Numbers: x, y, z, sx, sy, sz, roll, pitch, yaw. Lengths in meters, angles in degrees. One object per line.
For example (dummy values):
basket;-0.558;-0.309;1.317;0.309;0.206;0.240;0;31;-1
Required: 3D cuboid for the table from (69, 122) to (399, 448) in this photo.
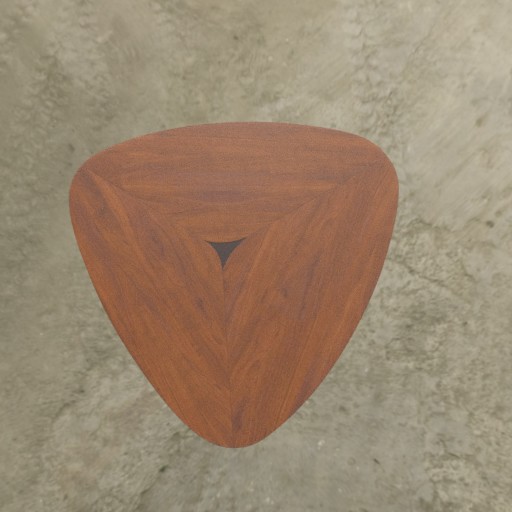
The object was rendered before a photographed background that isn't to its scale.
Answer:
table;0.000;0.000;1.314;0.821;0.413;0.833;-31;77;-8
